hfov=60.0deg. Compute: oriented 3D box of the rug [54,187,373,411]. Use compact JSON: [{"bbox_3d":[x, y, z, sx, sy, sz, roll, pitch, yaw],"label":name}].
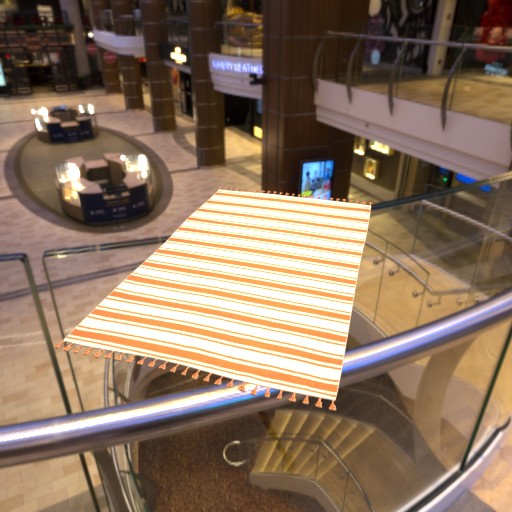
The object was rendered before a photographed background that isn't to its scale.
[{"bbox_3d":[0.000,0.000,2.653,1.232,0.017,2.092,8,30,14],"label":"rug"}]
